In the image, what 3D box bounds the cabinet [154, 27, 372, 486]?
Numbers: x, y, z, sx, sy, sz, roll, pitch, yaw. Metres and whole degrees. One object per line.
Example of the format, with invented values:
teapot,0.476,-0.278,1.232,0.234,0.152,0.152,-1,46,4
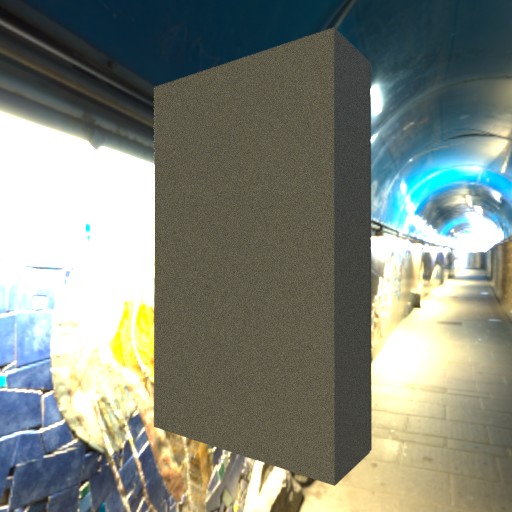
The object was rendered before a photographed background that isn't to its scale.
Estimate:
cabinet,0.000,0.000,2.639,1.250,2.160,0.480,0,0,36
